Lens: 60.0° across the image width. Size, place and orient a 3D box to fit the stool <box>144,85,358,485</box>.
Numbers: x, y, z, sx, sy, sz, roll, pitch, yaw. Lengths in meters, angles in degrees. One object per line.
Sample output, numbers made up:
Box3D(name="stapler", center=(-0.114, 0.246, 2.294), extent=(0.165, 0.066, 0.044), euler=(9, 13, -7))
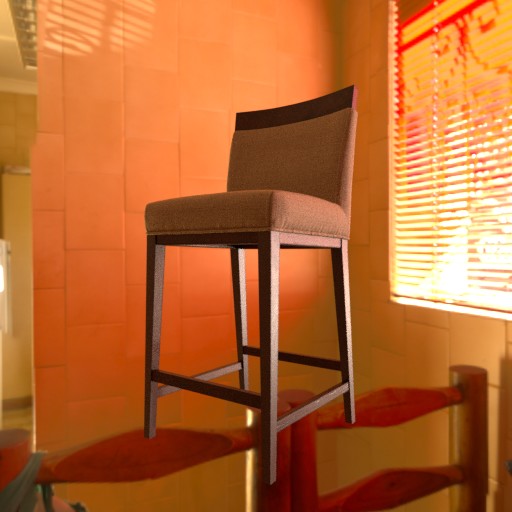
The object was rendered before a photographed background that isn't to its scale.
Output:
Box3D(name="stool", center=(0.000, 0.000, 1.296), extent=(0.463, 1.011, 0.480), euler=(0, 1, 36))
